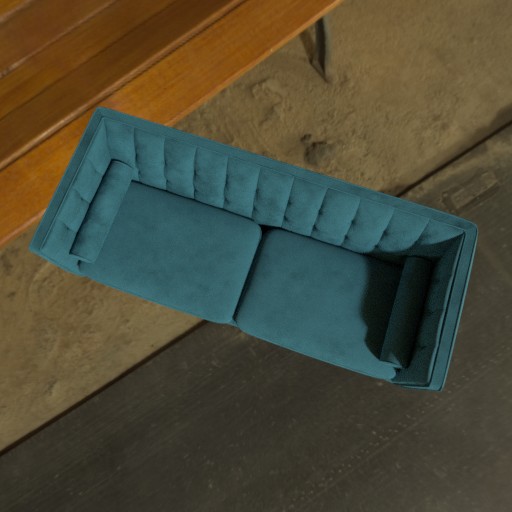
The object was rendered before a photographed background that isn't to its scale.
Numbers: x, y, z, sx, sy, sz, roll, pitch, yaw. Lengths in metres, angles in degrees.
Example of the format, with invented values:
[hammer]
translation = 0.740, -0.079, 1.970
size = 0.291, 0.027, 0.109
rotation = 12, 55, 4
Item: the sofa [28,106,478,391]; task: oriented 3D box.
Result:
[sofa]
translation = 0.000, 0.000, 2.526
size = 2.087, 0.789, 0.867
rotation = 18, 76, 5
